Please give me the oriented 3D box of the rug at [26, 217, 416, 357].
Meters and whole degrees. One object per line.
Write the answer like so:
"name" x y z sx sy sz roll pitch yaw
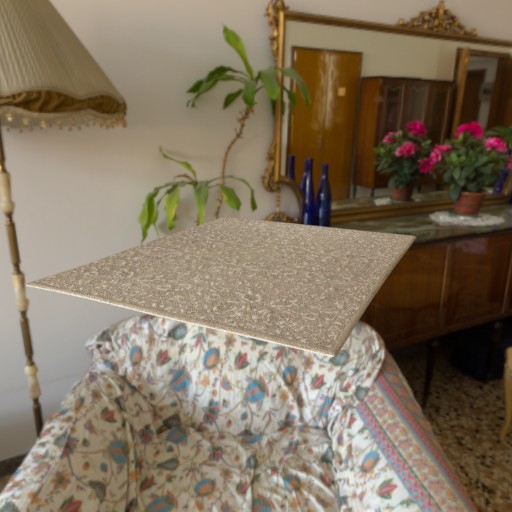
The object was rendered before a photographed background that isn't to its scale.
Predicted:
"rug" 0.000 0.000 4.162 2.472 0.035 3.017 8 18 26
